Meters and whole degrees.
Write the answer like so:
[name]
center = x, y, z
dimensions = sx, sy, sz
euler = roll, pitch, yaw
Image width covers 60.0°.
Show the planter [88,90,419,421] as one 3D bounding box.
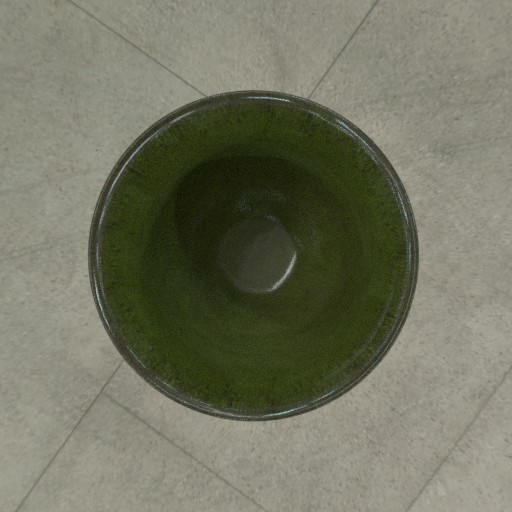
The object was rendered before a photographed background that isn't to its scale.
[planter]
center = 0.000, 0.000, 0.488
dimensions = 0.266, 0.270, 0.266
euler = 0, 90, 1
